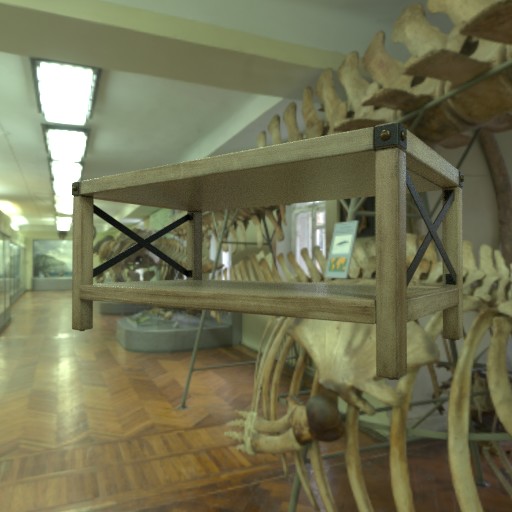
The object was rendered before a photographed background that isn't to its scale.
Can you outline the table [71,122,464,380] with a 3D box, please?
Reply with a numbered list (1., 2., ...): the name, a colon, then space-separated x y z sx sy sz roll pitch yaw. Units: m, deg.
1. table: 0.000 0.000 1.280 1.016 0.456 0.559 -1 -1 36
